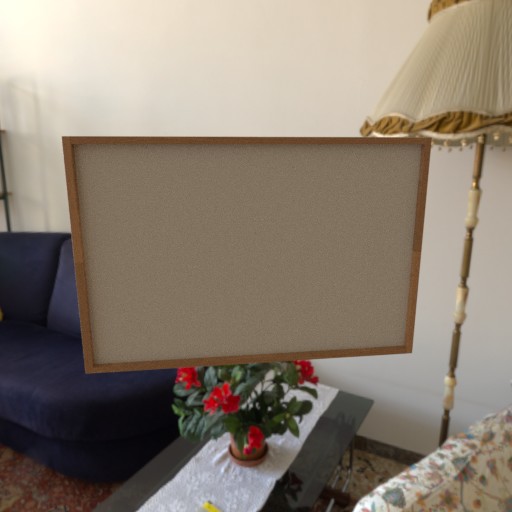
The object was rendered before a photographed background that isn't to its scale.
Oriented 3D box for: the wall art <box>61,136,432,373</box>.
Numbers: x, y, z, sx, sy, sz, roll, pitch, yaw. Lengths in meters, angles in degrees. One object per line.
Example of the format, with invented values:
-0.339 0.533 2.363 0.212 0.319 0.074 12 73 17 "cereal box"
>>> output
0.000 0.000 1.169 0.914 0.607 0.023 -2 14 -7 "wall art"
